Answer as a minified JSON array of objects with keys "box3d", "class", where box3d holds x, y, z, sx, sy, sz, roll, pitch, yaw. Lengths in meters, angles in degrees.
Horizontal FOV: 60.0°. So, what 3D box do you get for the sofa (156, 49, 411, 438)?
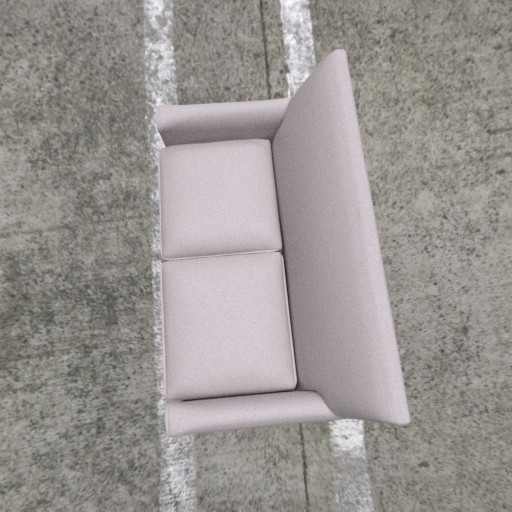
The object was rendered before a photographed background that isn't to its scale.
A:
[{"box3d":[0.000,0.000,2.053,0.888,0.890,1.482,-5,74,-1],"class":"sofa"}]
